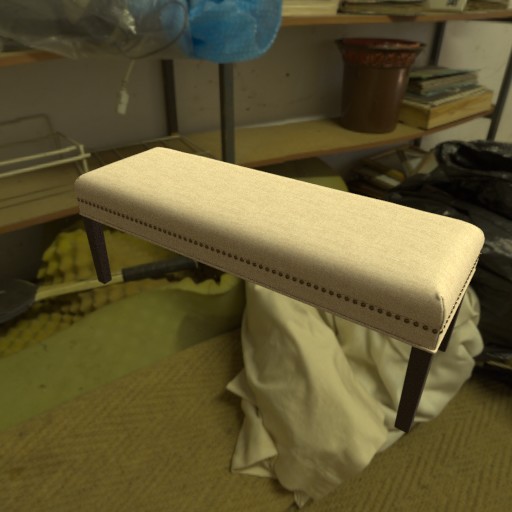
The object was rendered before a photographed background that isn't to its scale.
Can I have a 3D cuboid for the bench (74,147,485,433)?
[{"bbox_3d":[0.000,0.000,1.428,1.219,0.457,0.410,20,37,29],"label":"bench"}]
